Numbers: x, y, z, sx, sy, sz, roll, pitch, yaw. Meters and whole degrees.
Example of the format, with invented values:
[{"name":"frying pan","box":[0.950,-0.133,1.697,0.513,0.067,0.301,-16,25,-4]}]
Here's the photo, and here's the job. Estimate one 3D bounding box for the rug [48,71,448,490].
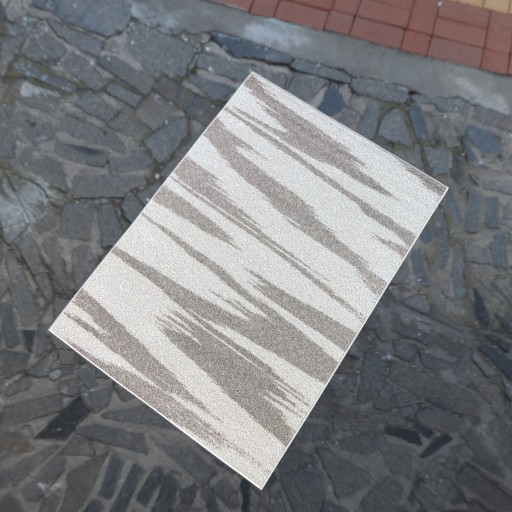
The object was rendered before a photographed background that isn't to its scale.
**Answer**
[{"name":"rug","box":[0.000,0.000,2.729,1.533,0.010,2.142,34,78,8]}]
